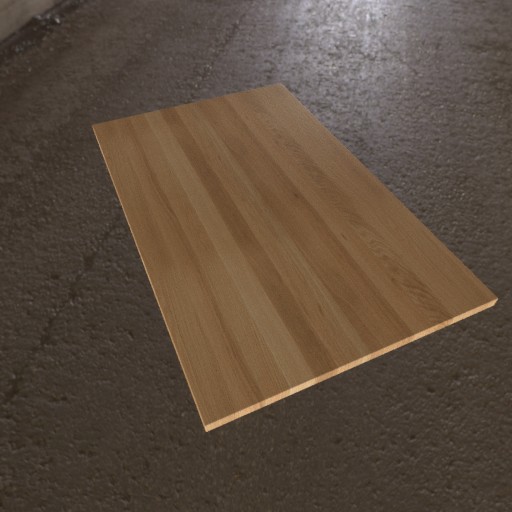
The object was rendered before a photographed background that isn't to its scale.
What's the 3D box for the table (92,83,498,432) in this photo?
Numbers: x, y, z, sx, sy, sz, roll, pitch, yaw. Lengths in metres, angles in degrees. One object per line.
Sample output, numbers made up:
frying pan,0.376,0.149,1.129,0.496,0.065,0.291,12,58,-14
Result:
table,0.000,0.000,1.425,0.700,0.510,1.100,-19,51,-16
